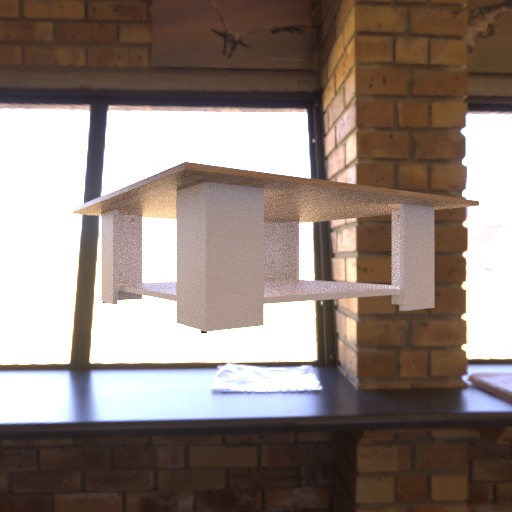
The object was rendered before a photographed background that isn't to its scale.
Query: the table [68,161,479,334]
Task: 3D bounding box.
[{"bbox_3d":[0.000,0.000,1.343,0.890,0.305,0.890,0,0,-34],"label":"table"}]
